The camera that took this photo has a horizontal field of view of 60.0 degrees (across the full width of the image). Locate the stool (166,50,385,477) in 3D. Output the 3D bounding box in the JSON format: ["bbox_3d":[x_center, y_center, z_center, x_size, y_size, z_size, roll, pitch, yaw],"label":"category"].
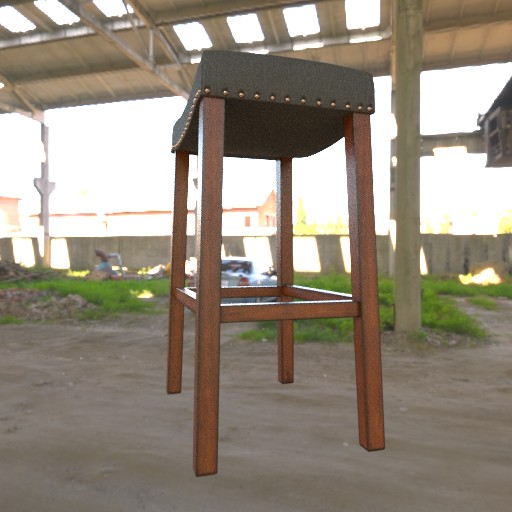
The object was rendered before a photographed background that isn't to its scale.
[{"bbox_3d":[0.000,0.000,1.039,0.366,0.748,0.502,0,0,-17],"label":"stool"}]
